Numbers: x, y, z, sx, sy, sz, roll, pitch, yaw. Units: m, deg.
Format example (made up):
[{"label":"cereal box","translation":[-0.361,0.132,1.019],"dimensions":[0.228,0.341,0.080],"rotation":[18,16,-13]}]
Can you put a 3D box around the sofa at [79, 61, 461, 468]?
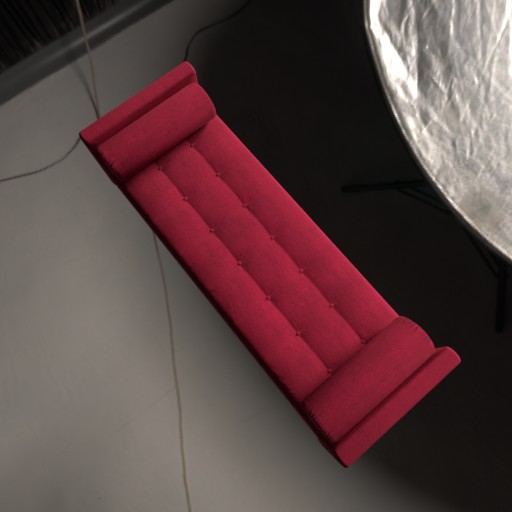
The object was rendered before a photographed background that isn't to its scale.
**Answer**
[{"label":"sofa","translation":[0.000,0.000,2.338],"dimensions":[0.686,0.635,1.981],"rotation":[-38,78,-10]}]
